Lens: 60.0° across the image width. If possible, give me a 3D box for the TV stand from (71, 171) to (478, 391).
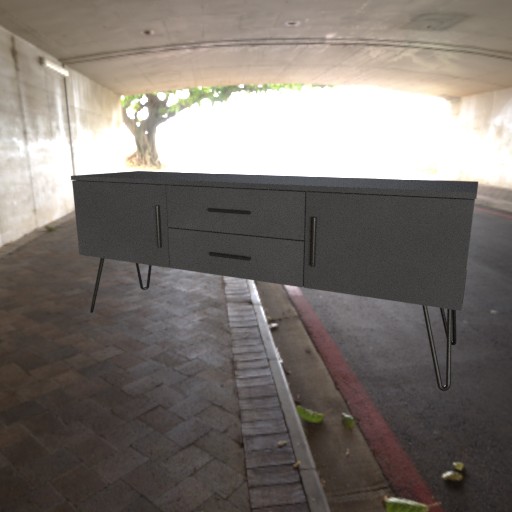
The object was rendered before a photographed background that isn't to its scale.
[{"bbox_3d":[0.000,0.000,1.623,1.400,0.560,0.400,7,16,26],"label":"TV stand"}]
